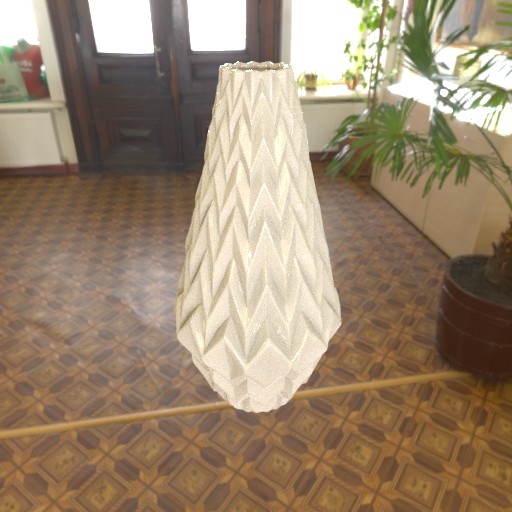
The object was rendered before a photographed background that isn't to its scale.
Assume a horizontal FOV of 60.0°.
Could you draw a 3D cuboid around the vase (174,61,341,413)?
[{"bbox_3d":[0.000,0.000,0.413,0.167,0.328,0.167,0,30,0],"label":"vase"}]
